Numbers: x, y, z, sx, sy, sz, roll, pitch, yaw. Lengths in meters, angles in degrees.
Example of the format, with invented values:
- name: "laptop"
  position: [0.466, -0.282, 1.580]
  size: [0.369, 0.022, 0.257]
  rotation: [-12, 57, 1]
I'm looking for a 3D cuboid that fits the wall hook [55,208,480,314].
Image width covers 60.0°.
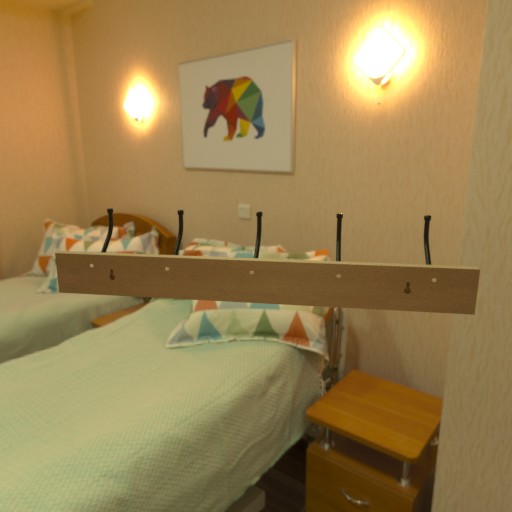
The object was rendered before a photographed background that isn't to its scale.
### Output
- name: "wall hook"
  position: [0.000, 0.000, 0.625]
  size: [0.571, 0.117, 0.071]
  rotation: [2, 14, 9]
